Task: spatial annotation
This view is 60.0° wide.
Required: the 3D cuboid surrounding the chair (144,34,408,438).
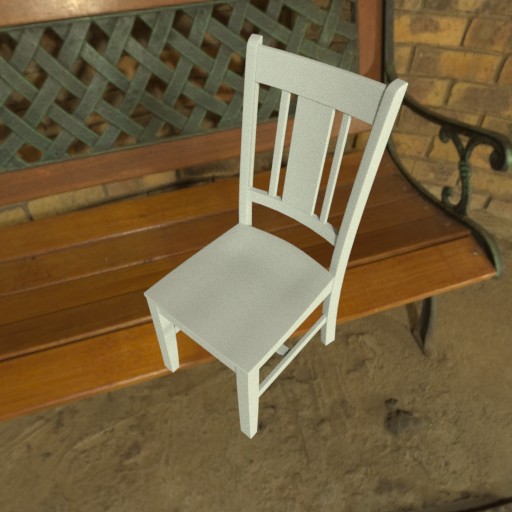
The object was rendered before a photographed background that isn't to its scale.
[{"bbox_3d":[0.000,0.000,1.299,0.450,0.998,0.555,31,54,26],"label":"chair"}]
